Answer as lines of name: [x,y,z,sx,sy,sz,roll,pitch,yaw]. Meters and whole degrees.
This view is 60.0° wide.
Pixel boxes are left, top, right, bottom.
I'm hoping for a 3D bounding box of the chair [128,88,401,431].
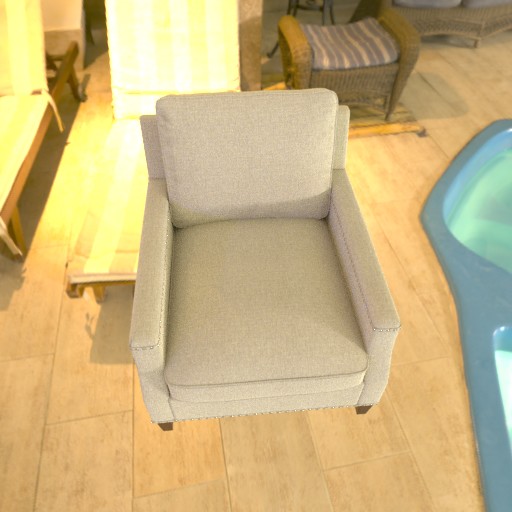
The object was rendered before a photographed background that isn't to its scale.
chair: [0.000,0.000,1.700,0.853,0.943,1.014,-4,48,-3]
